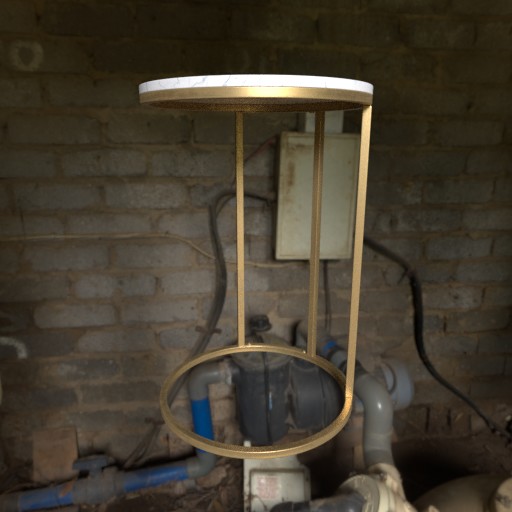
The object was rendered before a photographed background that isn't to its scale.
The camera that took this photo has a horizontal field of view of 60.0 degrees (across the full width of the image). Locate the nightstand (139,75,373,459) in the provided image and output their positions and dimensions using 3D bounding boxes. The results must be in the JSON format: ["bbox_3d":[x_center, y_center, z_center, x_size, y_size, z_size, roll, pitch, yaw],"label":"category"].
[{"bbox_3d":[0.000,0.000,0.862,0.400,0.610,0.400,14,21,42],"label":"nightstand"}]
